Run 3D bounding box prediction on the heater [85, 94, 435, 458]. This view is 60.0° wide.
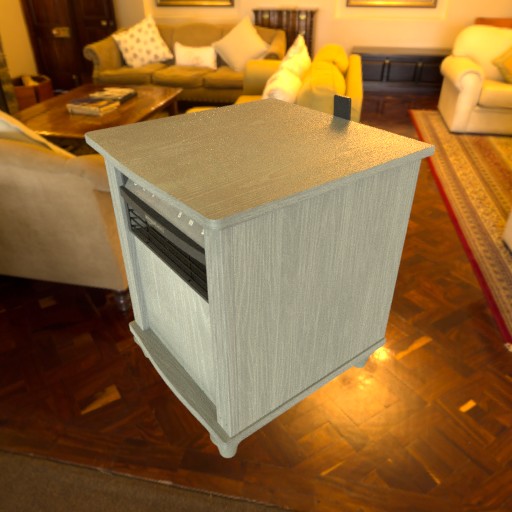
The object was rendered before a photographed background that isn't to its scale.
[{"bbox_3d":[0.000,0.000,0.761,0.400,0.481,0.362,-22,39,-31],"label":"heater"}]
